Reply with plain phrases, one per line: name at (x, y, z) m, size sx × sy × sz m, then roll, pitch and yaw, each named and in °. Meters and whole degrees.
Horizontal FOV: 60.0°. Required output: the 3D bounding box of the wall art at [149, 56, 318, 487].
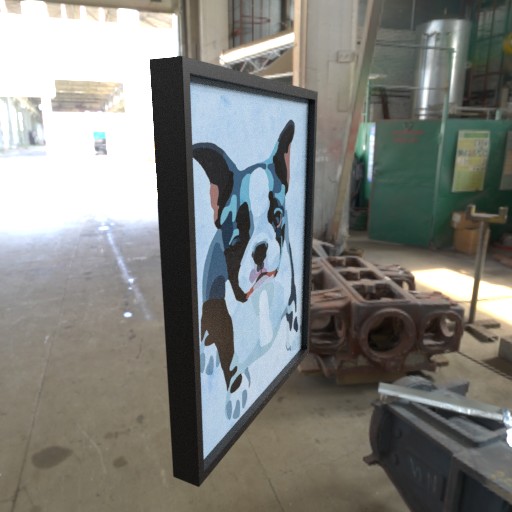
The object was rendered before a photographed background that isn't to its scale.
wall art at (0.000, 0.000, 0.496) m, size 0.030 × 0.369 × 0.294 m, roll 7°, pitch 17°, yaw 26°
